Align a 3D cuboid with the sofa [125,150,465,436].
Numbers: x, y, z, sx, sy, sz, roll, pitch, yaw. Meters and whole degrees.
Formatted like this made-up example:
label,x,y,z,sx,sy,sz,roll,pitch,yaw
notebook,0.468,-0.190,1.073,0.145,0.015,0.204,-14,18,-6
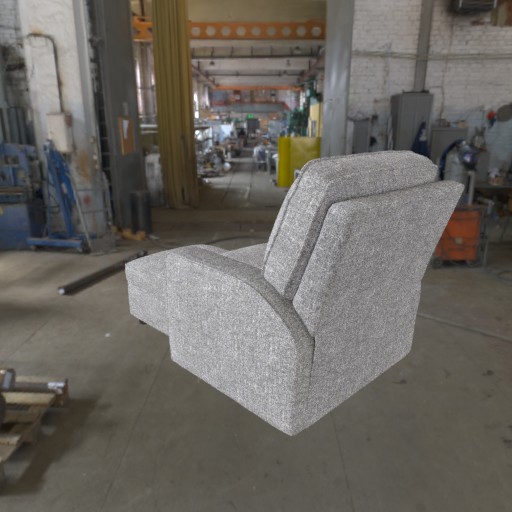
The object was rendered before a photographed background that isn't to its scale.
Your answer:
label,x,y,z,sx,sy,sz,roll,pitch,yaw
sofa,0.000,0.000,2.008,0.861,0.959,1.472,-16,23,-42
